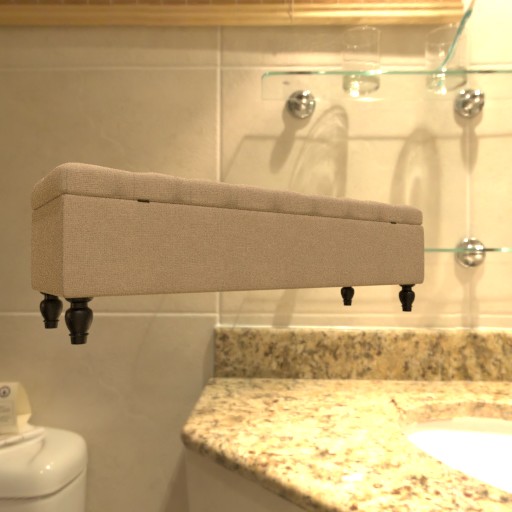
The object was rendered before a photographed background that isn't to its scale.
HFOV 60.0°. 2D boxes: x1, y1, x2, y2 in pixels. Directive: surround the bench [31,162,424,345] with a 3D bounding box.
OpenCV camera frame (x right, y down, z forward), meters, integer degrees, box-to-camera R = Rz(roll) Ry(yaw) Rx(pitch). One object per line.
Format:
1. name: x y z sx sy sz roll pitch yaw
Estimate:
1. bench: 0.000 0.000 1.667 1.480 0.467 0.455 1 -1 -36
